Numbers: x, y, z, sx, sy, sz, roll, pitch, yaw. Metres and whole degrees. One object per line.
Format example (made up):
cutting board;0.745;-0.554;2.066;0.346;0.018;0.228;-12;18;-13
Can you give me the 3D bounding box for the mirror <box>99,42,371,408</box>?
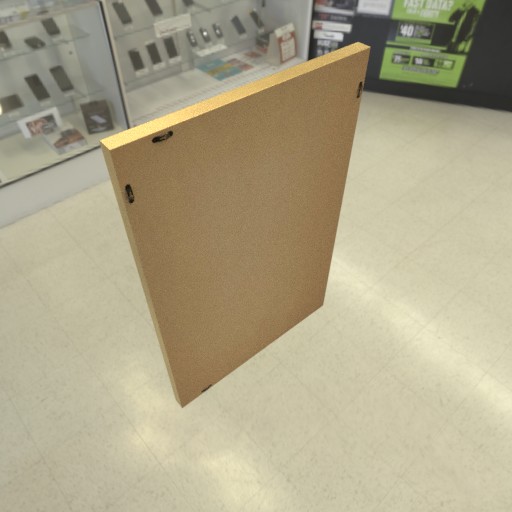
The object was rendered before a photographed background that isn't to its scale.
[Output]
mirror;0.000;0.000;1.154;0.609;0.915;0.040;-31;54;-26
